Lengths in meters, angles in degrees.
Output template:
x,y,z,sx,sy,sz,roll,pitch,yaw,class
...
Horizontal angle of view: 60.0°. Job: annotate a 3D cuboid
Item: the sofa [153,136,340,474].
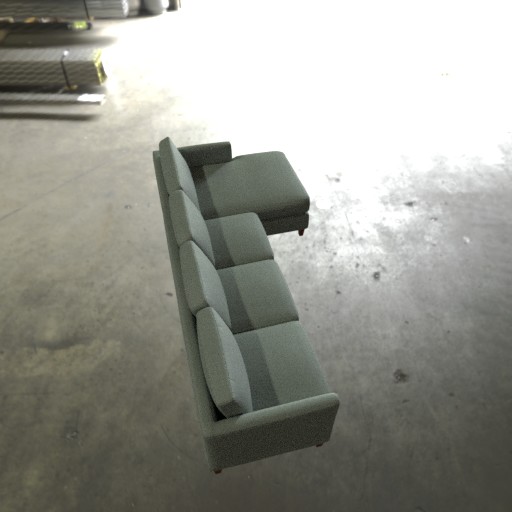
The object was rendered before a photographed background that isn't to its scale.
x,y,z,sx,sy,sz,roll,pitch,yaw,class
0.000,0.000,4.240,1.604,0.950,3.471,-10,46,-10,sofa
